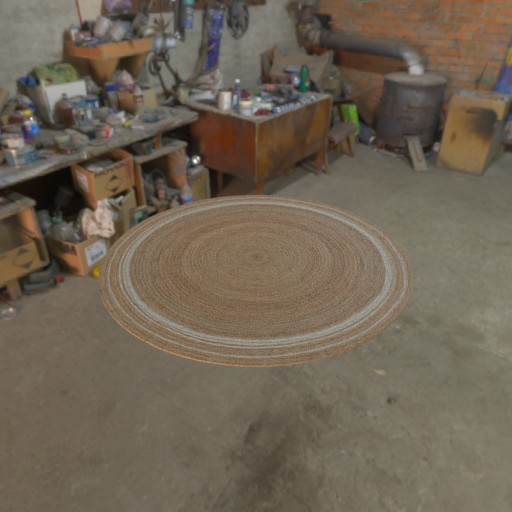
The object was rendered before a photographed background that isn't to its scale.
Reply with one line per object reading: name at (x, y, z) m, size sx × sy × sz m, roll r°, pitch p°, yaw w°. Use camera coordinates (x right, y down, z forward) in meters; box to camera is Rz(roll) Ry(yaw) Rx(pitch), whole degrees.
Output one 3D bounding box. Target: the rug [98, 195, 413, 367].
rug at (0.000, 0.000, 3.594) m, size 2.444 × 0.015 × 2.444 m, roll 0°, pitch 31°, yaw 0°
